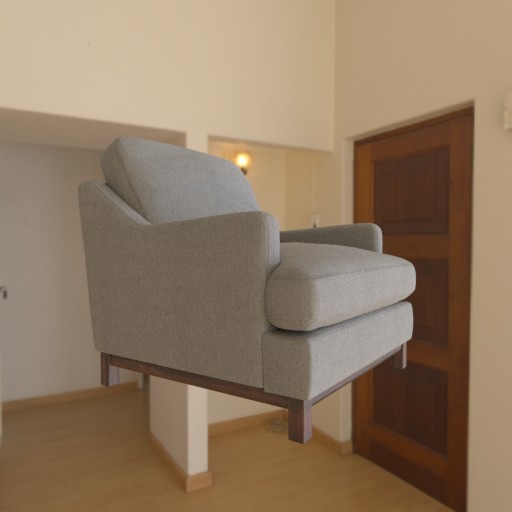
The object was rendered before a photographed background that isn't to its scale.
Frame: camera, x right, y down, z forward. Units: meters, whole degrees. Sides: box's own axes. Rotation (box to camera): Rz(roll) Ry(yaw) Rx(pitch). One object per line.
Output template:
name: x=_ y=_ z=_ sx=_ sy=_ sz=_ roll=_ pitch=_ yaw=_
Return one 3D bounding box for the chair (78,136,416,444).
chair: x=0.000 y=0.000 z=1.534 sx=0.892 sy=0.821 sz=0.826 roll=1 pitch=2 yaw=35
